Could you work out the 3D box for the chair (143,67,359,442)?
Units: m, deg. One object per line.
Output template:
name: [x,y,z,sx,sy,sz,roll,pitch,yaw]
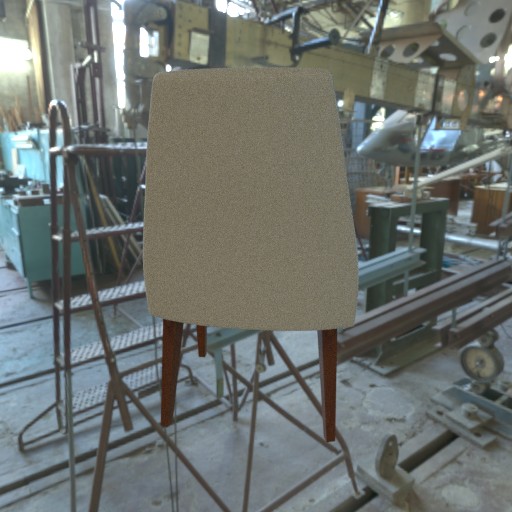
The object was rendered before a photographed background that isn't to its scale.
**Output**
chair: [0.000,0.000,1.178,0.529,0.861,0.544,2,15,8]
